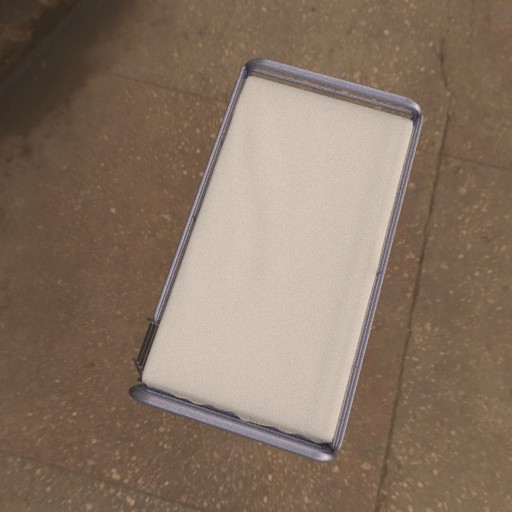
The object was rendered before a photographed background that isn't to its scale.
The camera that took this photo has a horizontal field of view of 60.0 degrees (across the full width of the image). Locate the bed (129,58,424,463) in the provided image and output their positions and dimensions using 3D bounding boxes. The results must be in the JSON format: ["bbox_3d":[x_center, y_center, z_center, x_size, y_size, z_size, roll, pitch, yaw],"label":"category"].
[{"bbox_3d":[0.000,0.000,2.914,1.415,1.288,1.965,17,78,4],"label":"bed"}]
